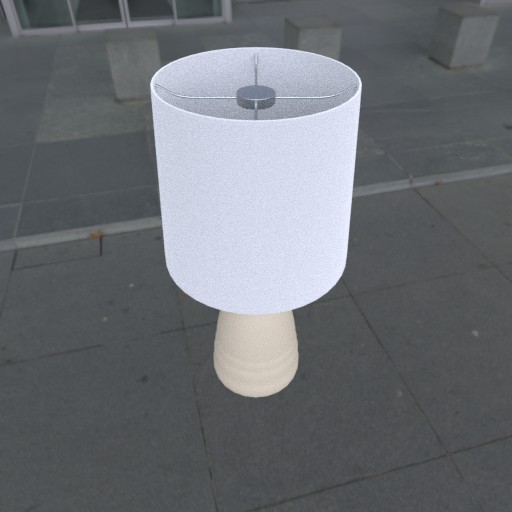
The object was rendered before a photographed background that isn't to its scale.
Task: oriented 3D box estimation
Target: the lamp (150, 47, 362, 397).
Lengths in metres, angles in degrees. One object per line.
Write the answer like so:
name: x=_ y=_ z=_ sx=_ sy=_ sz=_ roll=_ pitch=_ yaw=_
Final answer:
lamp: x=0.000 y=0.000 z=0.469 sx=0.186 sy=0.369 sz=0.186 roll=0 pitch=41 yaw=0
